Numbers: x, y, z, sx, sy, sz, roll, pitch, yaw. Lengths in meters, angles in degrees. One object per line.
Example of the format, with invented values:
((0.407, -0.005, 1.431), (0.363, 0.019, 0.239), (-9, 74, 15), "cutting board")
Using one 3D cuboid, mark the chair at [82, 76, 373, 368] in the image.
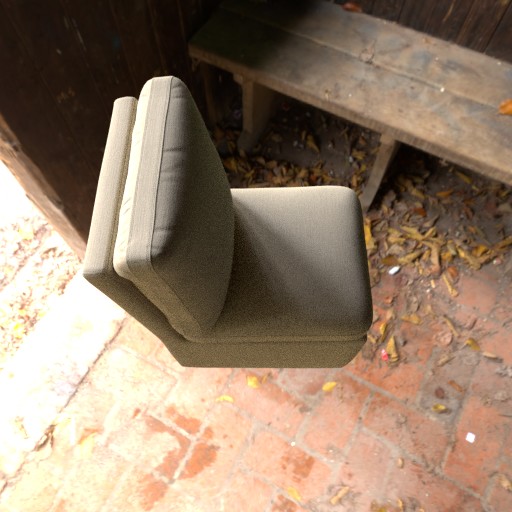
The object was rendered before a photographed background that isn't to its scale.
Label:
((0.000, 0.000, 1.324), (0.698, 0.927, 0.503), (0, 64, 0), "chair")
